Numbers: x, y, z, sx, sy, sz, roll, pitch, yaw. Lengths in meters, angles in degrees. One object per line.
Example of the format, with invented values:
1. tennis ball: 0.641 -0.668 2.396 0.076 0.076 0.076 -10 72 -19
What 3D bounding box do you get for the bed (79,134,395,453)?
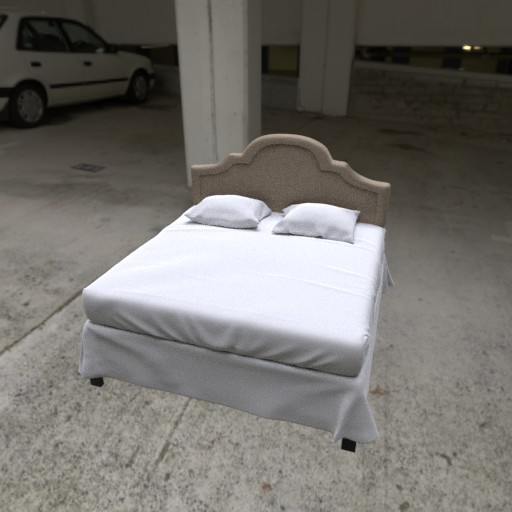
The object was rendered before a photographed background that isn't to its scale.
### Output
1. bed: 0.000 0.000 3.663 2.303 1.631 2.222 8 28 16
